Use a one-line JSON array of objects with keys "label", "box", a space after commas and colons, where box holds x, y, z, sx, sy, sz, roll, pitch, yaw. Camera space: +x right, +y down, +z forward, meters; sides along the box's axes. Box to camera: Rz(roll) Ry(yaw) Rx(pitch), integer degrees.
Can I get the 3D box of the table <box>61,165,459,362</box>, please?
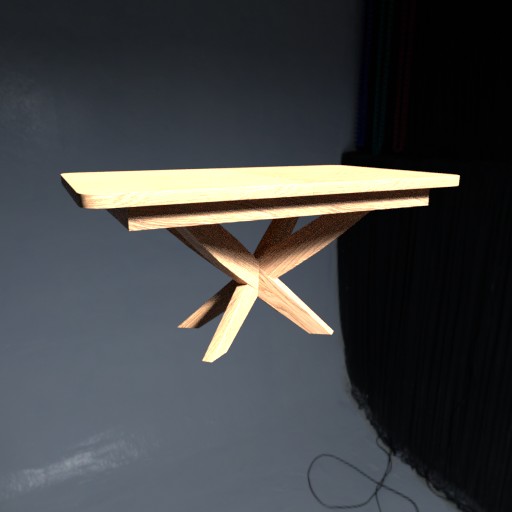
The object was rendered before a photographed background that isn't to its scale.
[{"label": "table", "box": [0.000, 0.000, 2.122, 1.600, 0.770, 0.950, -7, 16, -25]}]
